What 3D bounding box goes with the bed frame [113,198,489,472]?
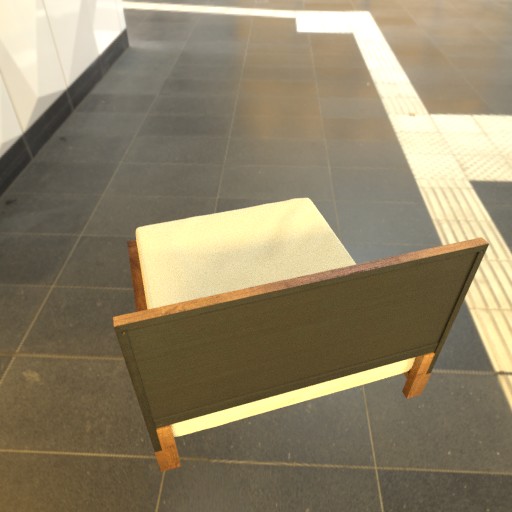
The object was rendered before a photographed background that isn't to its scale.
[{"bbox_3d":[0.000,0.000,3.553,2.038,1.537,2.235,-11,43,-13],"label":"bed frame"}]
